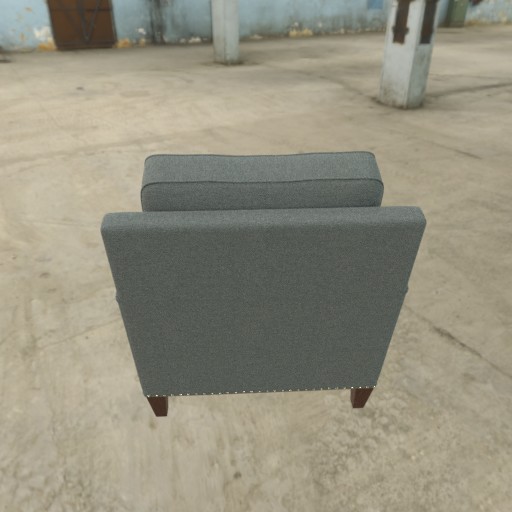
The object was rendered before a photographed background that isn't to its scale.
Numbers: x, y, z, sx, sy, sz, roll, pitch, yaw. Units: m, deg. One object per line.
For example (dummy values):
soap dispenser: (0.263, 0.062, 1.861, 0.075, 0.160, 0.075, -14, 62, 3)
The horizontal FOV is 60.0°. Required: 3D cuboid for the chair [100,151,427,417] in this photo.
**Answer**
chair: (0.000, 0.000, 1.787, 0.885, 1.031, 1.031, -2, 30, -3)
